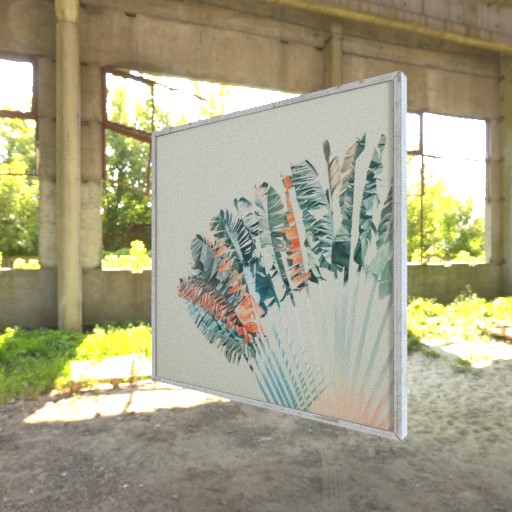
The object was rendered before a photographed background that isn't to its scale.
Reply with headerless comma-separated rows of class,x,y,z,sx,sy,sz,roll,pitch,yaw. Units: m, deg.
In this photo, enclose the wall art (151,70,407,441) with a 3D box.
wall art,0.000,0.000,1.143,0.760,0.757,0.038,0,0,36
